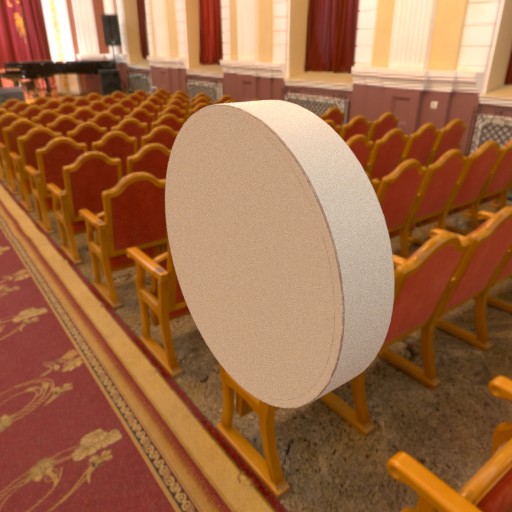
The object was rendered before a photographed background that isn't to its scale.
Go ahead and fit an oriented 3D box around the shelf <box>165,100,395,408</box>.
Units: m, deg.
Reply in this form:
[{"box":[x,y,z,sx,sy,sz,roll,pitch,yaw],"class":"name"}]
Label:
[{"box":[0.000,0.000,1.225,0.158,0.807,0.806,-17,30,-32],"class":"shelf"}]
